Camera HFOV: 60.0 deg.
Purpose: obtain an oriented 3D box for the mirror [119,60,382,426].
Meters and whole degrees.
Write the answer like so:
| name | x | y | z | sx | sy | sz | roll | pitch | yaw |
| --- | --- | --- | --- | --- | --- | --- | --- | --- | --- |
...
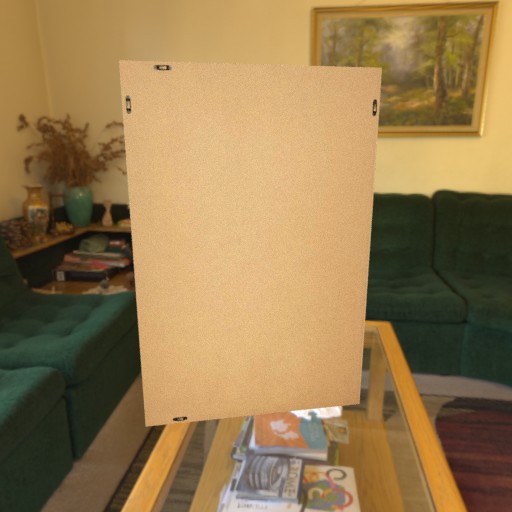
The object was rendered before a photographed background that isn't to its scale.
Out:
| name | x | y | z | sx | sy | sz | roll | pitch | yaw |
| --- | --- | --- | --- | --- | --- | --- | --- | --- | --- |
| mirror | 0.000 | 0.000 | 1.144 | 0.609 | 0.915 | 0.041 | -3 | 15 | -10 |
